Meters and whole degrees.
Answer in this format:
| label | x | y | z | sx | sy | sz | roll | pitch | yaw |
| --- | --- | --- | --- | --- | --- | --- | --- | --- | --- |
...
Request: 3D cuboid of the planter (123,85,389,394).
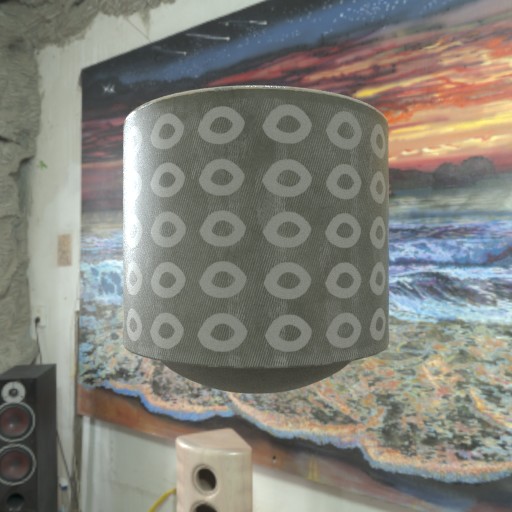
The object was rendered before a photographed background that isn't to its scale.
| label | x | y | z | sx | sy | sz | roll | pitch | yaw |
| --- | --- | --- | --- | --- | --- | --- | --- | --- | --- |
| planter | 0.000 | 0.000 | 0.436 | 0.250 | 0.239 | 0.250 | 0 | -1 | 0 |
